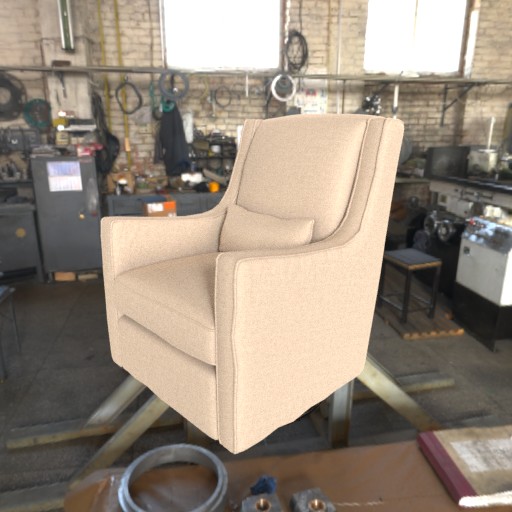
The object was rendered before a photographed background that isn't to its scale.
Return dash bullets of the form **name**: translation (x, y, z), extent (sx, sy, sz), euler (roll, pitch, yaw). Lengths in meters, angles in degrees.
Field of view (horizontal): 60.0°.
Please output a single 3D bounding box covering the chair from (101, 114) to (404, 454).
- **chair**: translation (0.000, 0.000, 1.606), extent (0.879, 0.993, 0.732), euler (-15, 22, -42)
